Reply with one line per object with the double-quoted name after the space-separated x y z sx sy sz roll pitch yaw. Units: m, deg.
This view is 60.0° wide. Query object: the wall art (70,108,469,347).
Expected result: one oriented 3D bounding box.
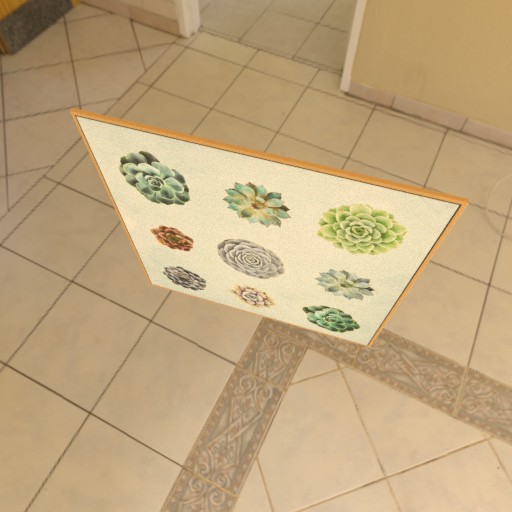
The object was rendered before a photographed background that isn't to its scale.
0.000 0.000 1.443 0.962 0.959 0.013 15 61 9 "wall art"
